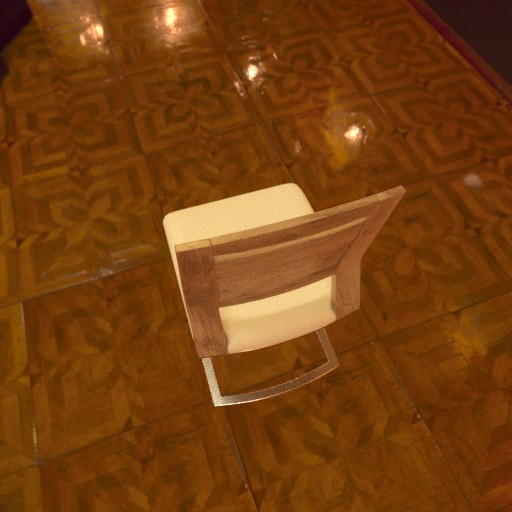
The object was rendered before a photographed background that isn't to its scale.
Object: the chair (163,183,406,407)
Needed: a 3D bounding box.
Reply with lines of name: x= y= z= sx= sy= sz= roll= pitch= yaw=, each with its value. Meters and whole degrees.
chair: x=0.000 y=0.000 z=1.254 sx=0.457 sy=0.955 sz=0.561 roll=-15 pitch=60 yaw=-9
